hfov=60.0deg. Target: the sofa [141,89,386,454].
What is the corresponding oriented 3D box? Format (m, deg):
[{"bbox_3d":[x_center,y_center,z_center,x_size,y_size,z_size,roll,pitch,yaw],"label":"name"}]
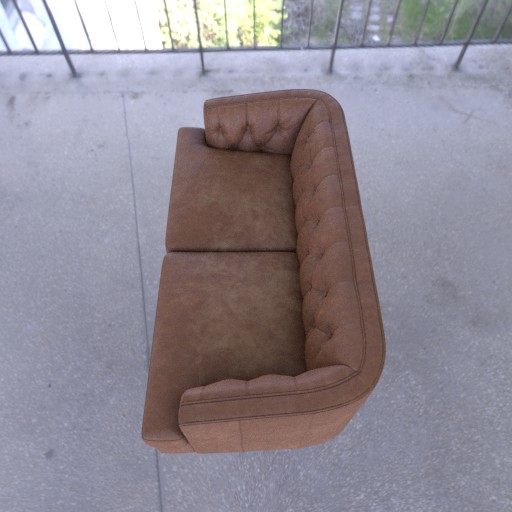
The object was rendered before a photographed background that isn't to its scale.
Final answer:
[{"bbox_3d":[0.000,0.000,2.211,0.914,0.786,1.755,-1,57,0],"label":"sofa"}]
